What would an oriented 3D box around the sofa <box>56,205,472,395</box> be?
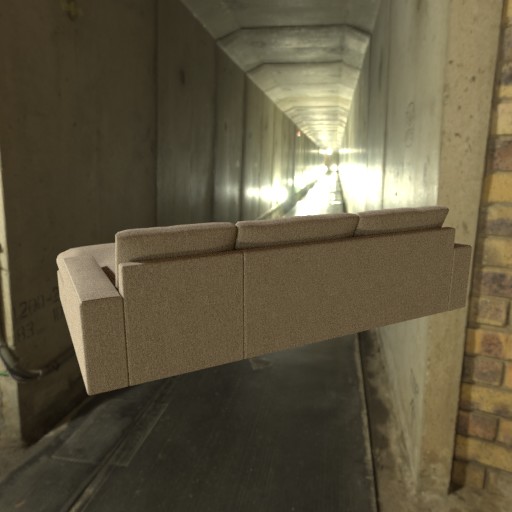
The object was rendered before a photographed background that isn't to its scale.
[{"bbox_3d":[0.000,0.000,3.398,2.718,0.813,1.689,-7,15,-27],"label":"sofa"}]
